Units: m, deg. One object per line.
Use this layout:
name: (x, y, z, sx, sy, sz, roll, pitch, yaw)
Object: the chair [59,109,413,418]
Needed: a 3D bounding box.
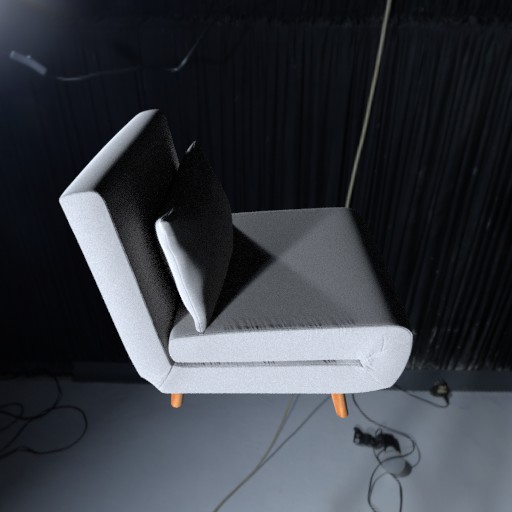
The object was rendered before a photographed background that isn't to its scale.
chair: (0.000, 0.000, 1.503, 0.902, 0.808, 0.770, 0, 31, 0)
